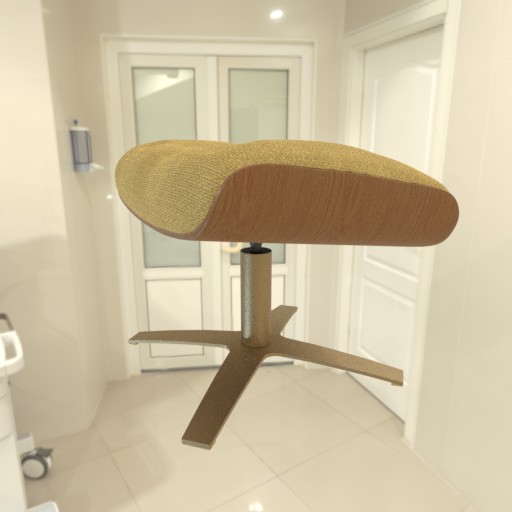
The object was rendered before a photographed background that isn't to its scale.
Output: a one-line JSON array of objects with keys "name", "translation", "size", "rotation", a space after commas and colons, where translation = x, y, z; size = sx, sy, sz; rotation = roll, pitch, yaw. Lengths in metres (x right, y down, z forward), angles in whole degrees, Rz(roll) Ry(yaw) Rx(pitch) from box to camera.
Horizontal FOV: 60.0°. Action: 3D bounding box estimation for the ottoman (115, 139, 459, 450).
[{"name": "ottoman", "translation": [0.000, 0.000, 0.769], "size": [0.394, 0.391, 0.520], "rotation": [-7, 16, -26]}]
